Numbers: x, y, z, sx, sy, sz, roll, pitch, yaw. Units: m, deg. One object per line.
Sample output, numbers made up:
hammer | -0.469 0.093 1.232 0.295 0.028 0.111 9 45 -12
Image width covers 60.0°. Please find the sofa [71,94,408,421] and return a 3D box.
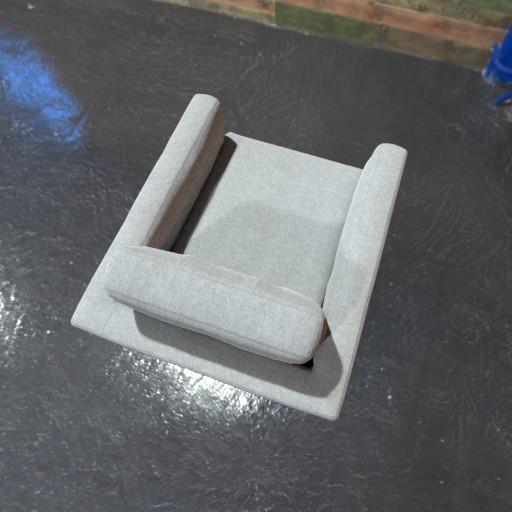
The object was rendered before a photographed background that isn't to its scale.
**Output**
sofa | 0.000 0.000 1.507 0.770 0.860 0.920 18 65 8
